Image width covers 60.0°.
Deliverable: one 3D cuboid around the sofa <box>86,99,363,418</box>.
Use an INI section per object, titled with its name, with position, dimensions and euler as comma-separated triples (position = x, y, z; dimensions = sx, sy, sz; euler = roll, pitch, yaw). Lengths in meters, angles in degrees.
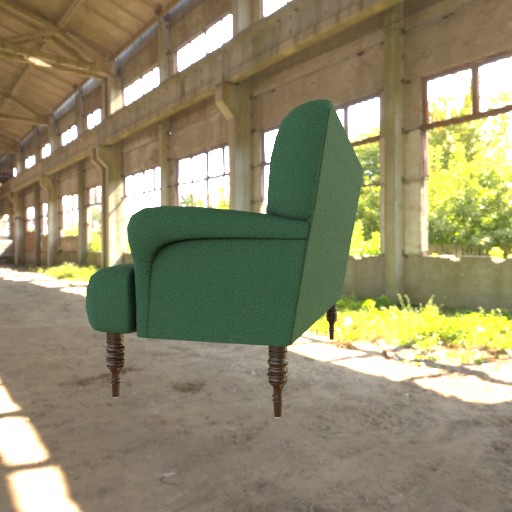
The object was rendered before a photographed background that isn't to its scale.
[sofa]
position = 0.000, 0.000, 1.837
dimensions = 0.779, 0.889, 1.297
euler = 0, 1, 18
